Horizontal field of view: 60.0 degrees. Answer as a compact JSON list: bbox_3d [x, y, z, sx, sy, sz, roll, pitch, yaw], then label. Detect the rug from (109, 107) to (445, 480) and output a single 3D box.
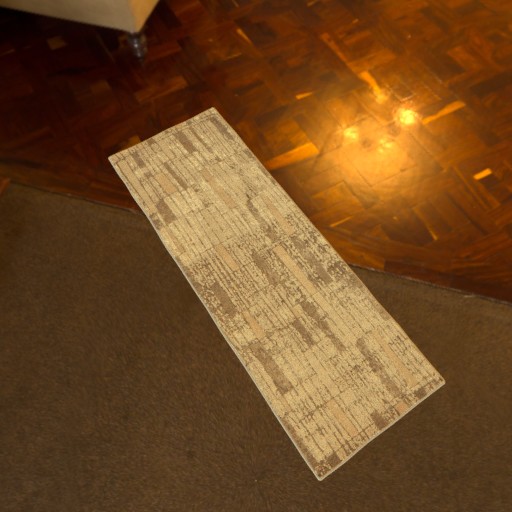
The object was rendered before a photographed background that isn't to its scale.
[{"bbox_3d":[0.000,0.000,2.698,0.857,0.018,2.383,-31,67,-15],"label":"rug"}]
